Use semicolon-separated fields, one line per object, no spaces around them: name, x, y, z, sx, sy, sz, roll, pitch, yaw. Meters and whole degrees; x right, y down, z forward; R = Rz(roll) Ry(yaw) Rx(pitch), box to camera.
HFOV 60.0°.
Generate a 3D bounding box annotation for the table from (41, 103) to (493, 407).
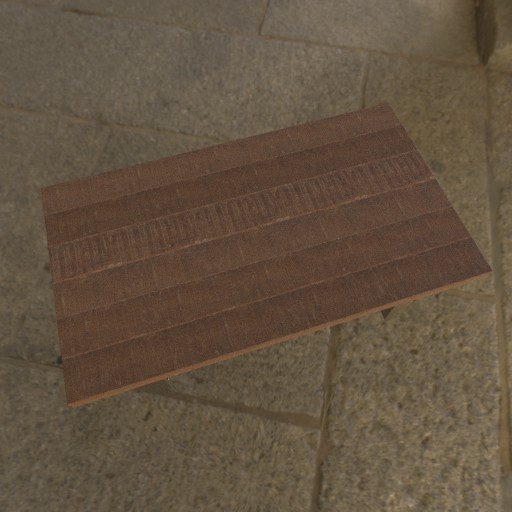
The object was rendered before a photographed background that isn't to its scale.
table;0.000;0.000;1.743;1.400;0.440;0.800;-16;64;-8
